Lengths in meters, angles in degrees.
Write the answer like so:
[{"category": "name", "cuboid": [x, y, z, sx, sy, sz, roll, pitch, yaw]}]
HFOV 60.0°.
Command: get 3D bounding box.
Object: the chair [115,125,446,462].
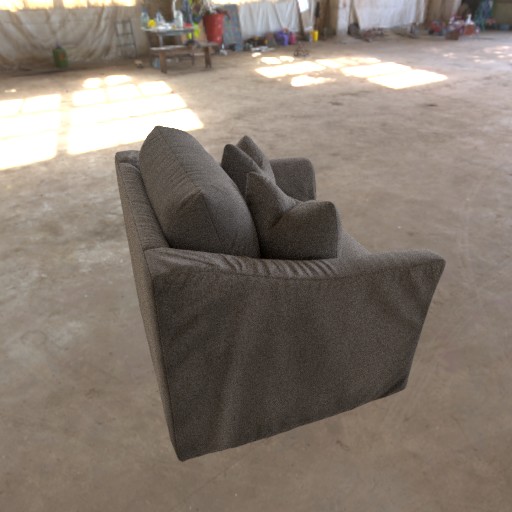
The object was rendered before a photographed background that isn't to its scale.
[{"category": "chair", "cuboid": [0.000, 0.000, 2.031, 1.071, 1.059, 1.194, -11, 33, -17]}]
